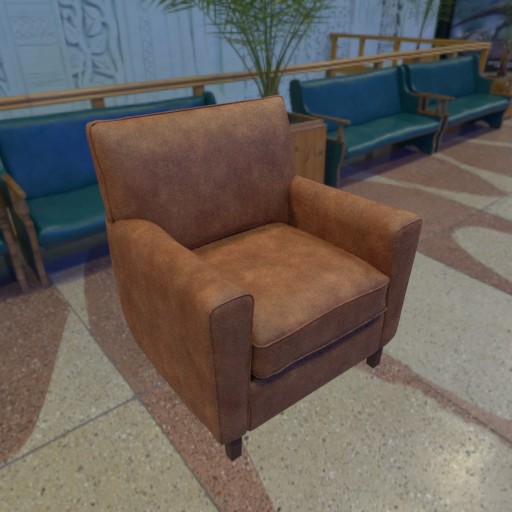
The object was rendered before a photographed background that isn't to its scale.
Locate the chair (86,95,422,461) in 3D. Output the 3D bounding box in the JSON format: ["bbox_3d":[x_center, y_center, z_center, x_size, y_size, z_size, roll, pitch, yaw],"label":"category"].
[{"bbox_3d":[0.000,0.000,1.620,0.870,0.943,0.823,-21,36,-32],"label":"chair"}]
